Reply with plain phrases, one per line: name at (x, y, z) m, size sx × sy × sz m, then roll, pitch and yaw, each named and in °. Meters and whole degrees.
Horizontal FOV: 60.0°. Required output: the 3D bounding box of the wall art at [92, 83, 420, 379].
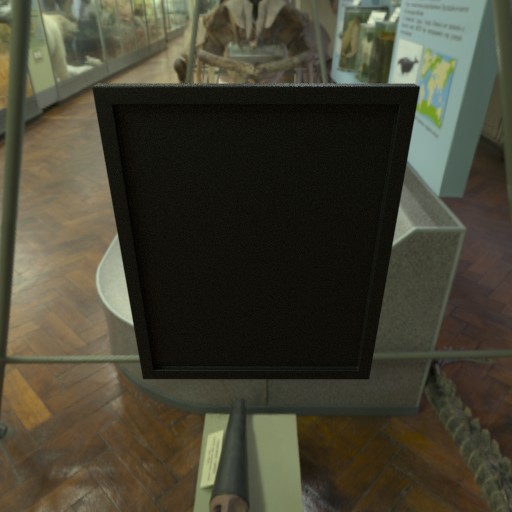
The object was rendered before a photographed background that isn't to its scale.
wall art at (0.000, 0.000, 0.767) m, size 0.457 × 0.559 × 0.028 m, roll 0°, pitch 30°, yaw 0°
